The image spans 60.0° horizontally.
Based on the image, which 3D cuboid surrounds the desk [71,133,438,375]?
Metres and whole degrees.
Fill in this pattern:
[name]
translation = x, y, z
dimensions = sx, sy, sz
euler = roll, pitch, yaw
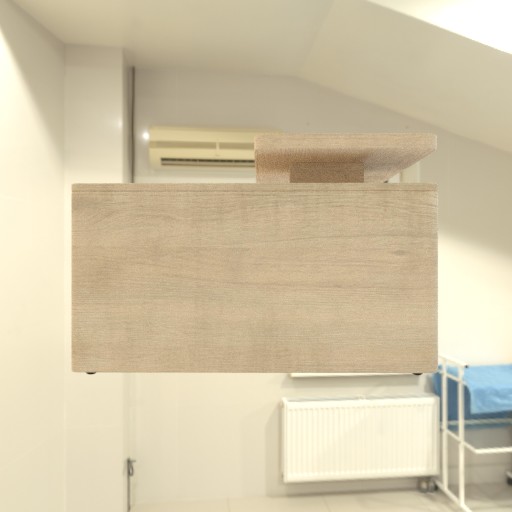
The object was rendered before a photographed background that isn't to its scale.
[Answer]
[desk]
translation = 0.000, 0.000, 2.095
dimensions = 1.175, 0.770, 1.400
euler = 0, 0, 1
